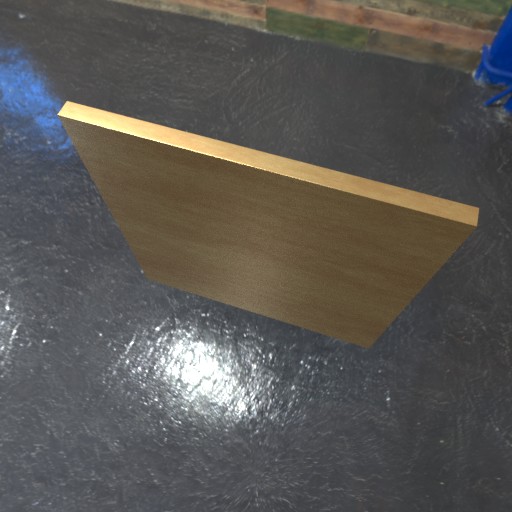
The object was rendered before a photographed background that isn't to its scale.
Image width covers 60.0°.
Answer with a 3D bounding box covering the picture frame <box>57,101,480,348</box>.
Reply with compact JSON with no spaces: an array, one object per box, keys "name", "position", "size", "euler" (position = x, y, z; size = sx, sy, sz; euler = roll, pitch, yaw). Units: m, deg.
[{"name":"picture frame","position":[0.000,0.000,1.110],"size":[0.758,0.761,0.037],"euler":[16,65,8]}]
